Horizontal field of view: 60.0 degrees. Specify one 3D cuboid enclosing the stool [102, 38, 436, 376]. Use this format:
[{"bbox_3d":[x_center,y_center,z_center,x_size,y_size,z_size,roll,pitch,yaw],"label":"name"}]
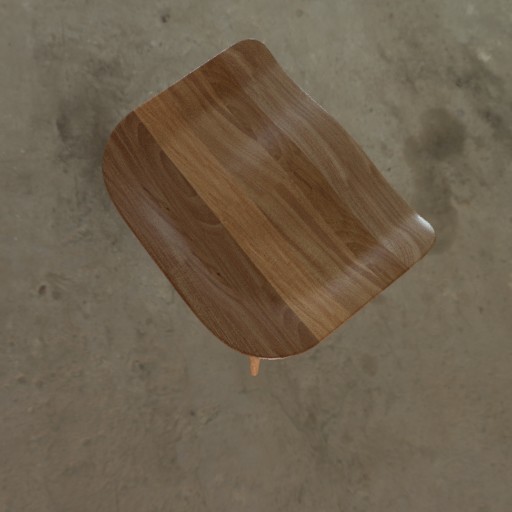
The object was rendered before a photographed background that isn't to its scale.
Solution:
[{"bbox_3d":[0.000,0.000,0.928,0.322,0.698,0.407,-37,79,-9],"label":"stool"}]
